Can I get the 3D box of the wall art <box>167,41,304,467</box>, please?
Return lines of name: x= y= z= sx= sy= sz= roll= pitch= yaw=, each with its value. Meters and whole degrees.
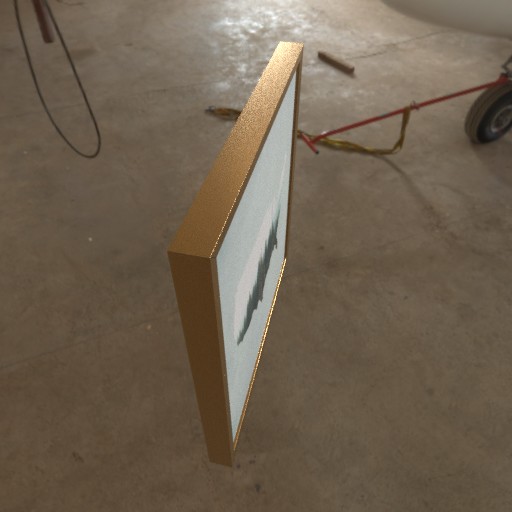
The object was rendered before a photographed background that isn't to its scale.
wall art: x=0.000 y=0.000 z=0.745 sx=0.040 sy=0.509 sz=0.509 roll=10 pitch=46 yaw=9
